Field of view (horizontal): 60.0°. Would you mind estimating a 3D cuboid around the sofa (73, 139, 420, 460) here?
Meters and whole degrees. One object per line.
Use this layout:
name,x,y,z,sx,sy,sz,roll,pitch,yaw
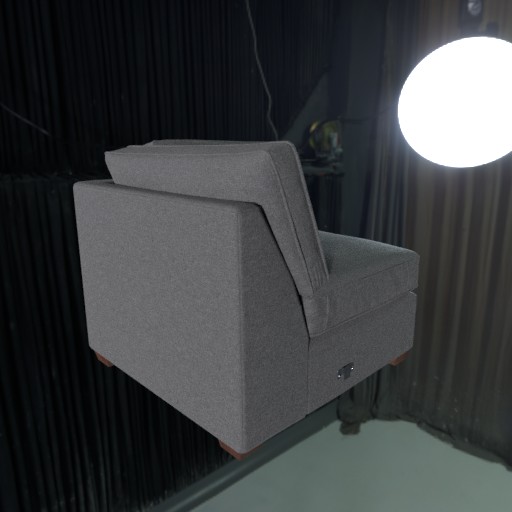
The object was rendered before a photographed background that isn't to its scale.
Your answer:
sofa,0.000,0.000,1.970,1.146,1.002,1.084,-14,20,-42
